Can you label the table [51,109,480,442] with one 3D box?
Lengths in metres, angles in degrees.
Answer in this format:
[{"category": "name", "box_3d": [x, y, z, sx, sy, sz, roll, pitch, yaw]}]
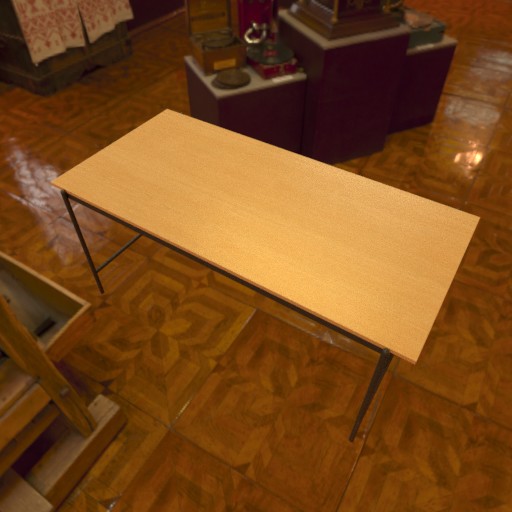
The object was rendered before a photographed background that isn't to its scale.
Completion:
[{"category": "table", "box_3d": [0.000, 0.000, 2.313, 1.800, 0.758, 0.900, 25, 51, 22]}]
